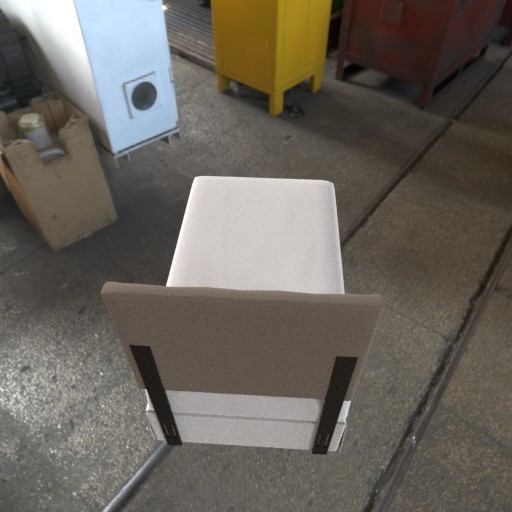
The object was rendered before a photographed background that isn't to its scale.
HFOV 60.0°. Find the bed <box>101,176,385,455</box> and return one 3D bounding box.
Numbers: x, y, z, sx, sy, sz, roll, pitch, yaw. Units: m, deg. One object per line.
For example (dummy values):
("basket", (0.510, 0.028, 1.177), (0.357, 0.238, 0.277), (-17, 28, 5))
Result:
("bed", (0.000, 0.000, 2.982), (1.261, 1.571, 1.997), (3, 47, 2))
